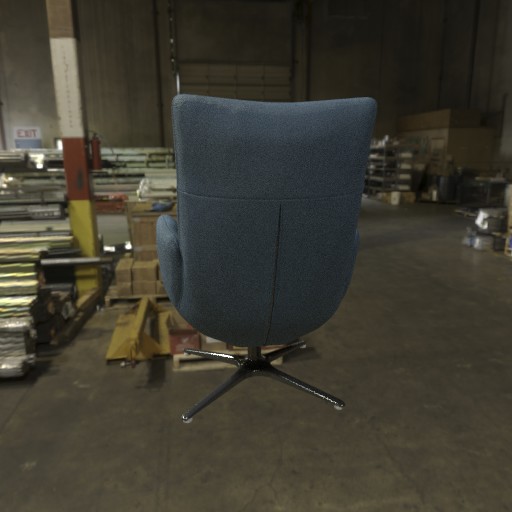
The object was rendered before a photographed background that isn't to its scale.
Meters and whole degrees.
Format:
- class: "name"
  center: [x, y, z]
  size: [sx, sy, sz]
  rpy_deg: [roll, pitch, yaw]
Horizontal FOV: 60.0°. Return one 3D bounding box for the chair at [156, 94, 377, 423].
- class: "chair"
  center: [0.000, 0.000, 1.611]
  size: [0.711, 1.016, 0.889]
  rpy_deg: [-2, 13, -8]
